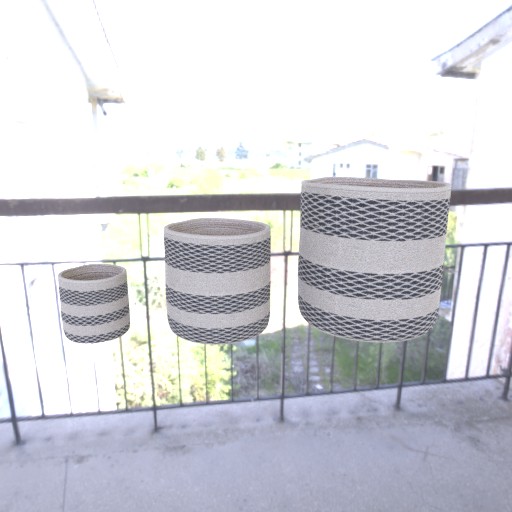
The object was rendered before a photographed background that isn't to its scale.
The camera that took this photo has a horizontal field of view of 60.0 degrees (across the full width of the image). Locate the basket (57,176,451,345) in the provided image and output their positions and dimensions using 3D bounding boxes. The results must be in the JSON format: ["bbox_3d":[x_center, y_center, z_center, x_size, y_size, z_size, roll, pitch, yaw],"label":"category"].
[{"bbox_3d":[0.000,0.000,1.070,0.917,0.356,0.351,-2,14,-7],"label":"basket"}]
